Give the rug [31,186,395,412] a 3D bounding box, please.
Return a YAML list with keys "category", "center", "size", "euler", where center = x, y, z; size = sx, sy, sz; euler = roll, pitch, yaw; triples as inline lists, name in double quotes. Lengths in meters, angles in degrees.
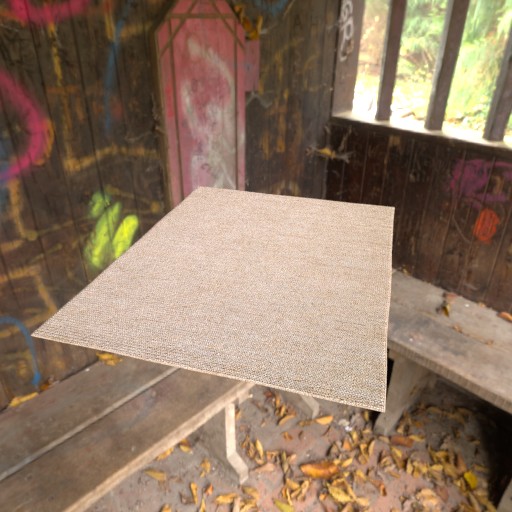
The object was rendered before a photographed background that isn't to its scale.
- category: "rug"
  center: [0.000, 0.000, 4.073]
  size: [2.406, 0.012, 3.034]
  euler: [8, 31, 14]
